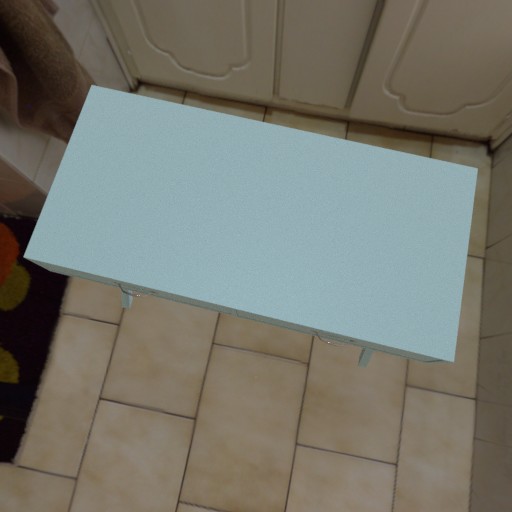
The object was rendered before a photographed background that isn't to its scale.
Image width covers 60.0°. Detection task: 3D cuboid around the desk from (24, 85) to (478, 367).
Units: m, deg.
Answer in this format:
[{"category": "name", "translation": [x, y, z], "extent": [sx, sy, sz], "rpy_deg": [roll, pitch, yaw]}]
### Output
[{"category": "desk", "translation": [0.000, 0.000, 1.492], "extent": [1.057, 0.780, 0.525], "rpy_deg": [13, 75, 4]}]
